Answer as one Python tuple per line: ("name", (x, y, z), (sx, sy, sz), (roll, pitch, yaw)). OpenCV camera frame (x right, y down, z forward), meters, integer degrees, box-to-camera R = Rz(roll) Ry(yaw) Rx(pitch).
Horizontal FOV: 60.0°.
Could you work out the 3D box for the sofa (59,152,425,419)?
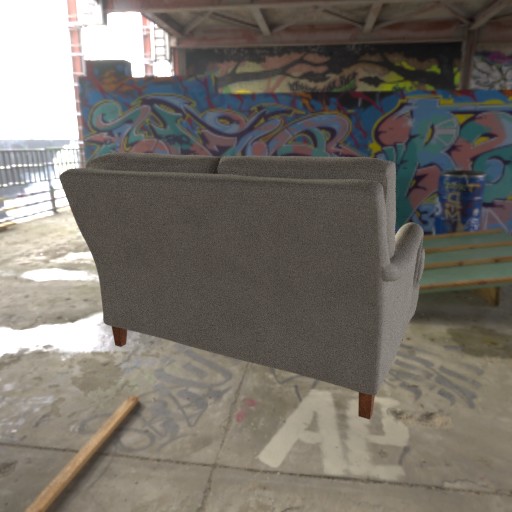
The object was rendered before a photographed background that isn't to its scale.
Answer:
("sofa", (0.000, 0.000, 2.193), (1.480, 0.999, 1.087), (8, 17, 27))
